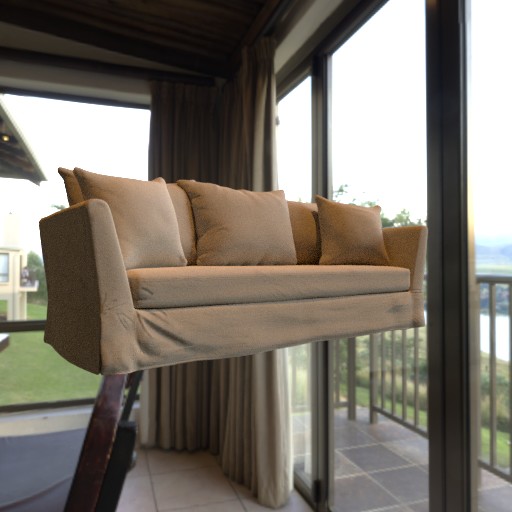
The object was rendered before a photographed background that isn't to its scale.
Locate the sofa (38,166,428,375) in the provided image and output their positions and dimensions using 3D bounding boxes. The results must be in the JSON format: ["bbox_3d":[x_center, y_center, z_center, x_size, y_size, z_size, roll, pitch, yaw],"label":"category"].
[{"bbox_3d":[0.000,0.000,2.972,2.499,1.047,1.046,0,-1,-37],"label":"sofa"}]
